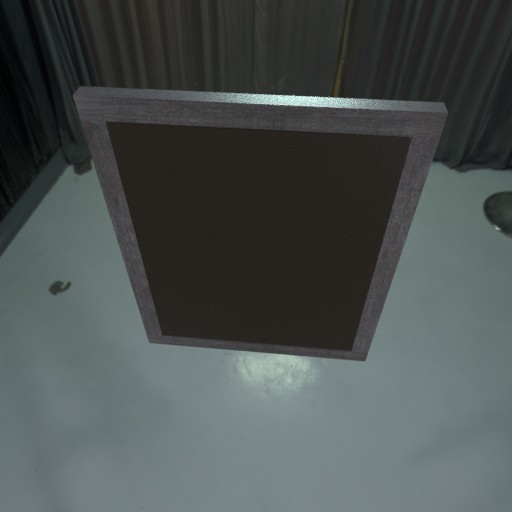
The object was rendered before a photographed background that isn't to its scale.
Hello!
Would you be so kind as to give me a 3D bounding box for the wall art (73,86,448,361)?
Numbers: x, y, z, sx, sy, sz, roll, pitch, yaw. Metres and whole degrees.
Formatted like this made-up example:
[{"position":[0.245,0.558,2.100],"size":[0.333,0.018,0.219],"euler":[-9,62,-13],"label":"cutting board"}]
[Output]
[{"position":[0.000,0.000,0.779],"size":[0.479,0.580,0.027],"euler":[4,46,4],"label":"wall art"}]
